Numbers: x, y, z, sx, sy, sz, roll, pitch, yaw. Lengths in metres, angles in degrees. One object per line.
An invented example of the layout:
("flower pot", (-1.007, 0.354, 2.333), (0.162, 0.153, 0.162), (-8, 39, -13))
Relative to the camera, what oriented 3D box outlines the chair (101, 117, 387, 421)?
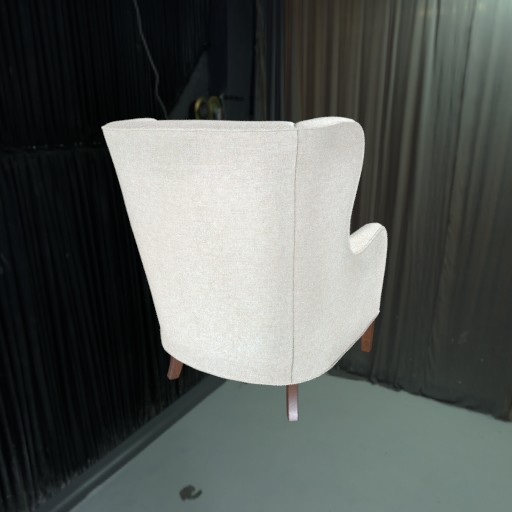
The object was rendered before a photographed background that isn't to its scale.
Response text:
("chair", (0.000, 0.000, 1.752), (0.838, 1.040, 0.966), (9, 19, 28))
